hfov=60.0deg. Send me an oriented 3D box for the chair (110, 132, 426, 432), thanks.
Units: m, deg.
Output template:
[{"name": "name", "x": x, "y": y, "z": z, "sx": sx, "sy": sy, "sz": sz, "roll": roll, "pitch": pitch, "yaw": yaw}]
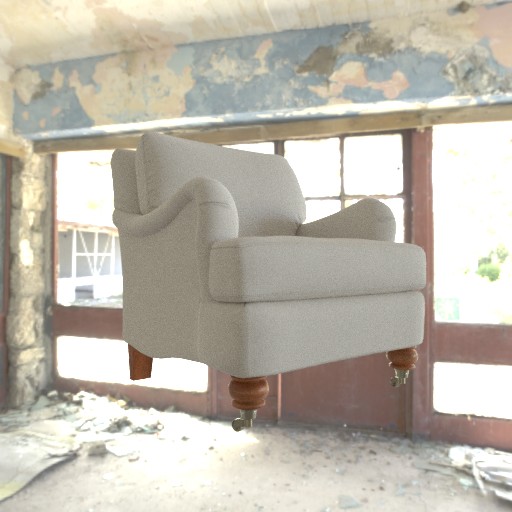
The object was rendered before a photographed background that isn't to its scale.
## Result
[{"name": "chair", "x": 0.000, "y": 0.000, "z": 1.851, "sx": 0.955, "sy": 1.038, "sz": 1.070, "roll": 0, "pitch": -1, "yaw": -37}]
